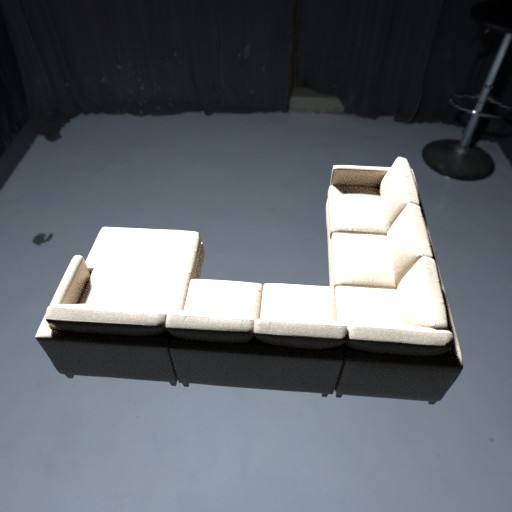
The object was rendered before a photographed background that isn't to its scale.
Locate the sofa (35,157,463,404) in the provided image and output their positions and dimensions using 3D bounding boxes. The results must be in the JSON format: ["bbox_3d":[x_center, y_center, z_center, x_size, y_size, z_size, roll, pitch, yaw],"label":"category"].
[{"bbox_3d":[0.000,0.000,4.542,3.460,0.961,2.594,3,48,3],"label":"sofa"}]
